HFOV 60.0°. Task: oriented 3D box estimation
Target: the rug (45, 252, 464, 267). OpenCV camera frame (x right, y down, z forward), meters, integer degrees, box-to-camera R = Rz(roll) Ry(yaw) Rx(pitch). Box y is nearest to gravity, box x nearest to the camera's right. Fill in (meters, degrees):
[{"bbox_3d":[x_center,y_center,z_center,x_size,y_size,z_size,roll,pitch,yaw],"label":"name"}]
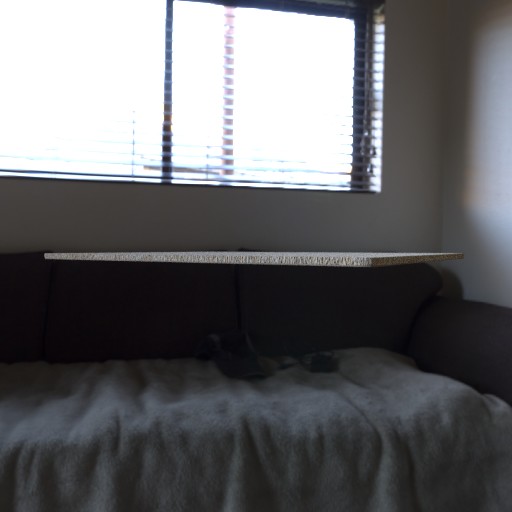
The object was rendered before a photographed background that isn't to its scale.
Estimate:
[{"bbox_3d":[0.000,0.000,2.091,1.600,0.025,1.199,1,1,35],"label":"rug"}]
